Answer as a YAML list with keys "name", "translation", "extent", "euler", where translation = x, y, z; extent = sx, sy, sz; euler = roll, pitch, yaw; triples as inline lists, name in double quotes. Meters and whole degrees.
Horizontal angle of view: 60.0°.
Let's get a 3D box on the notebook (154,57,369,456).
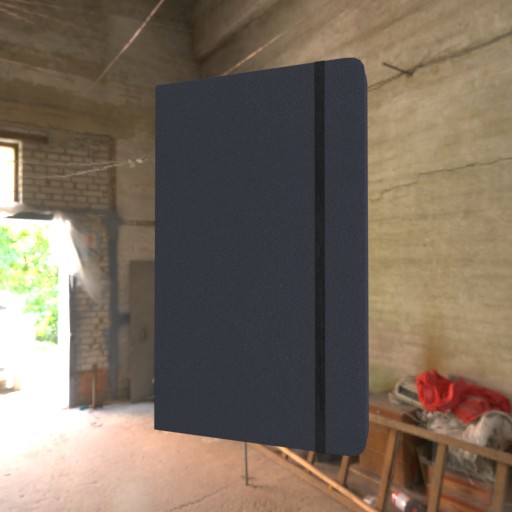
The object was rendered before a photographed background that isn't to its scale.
- name: "notebook"
  translation: [0.000, 0.000, 0.260]
  extent: [0.127, 0.213, 0.016]
  euler: [0, -1, 19]
